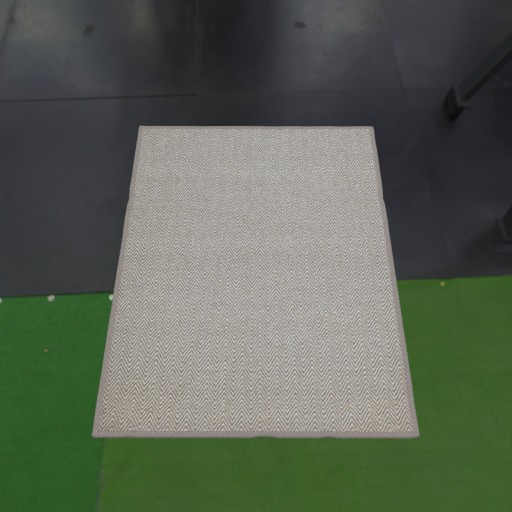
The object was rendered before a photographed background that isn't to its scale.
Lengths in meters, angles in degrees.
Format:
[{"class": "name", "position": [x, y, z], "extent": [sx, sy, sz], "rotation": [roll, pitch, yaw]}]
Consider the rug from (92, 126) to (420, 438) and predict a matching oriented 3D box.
[{"class": "rug", "position": [0.000, 0.000, 3.945], "extent": [2.434, 0.032, 3.007], "rotation": [0, 64, 0]}]
